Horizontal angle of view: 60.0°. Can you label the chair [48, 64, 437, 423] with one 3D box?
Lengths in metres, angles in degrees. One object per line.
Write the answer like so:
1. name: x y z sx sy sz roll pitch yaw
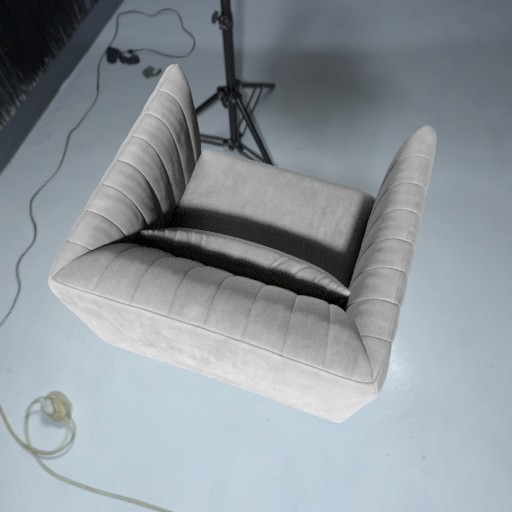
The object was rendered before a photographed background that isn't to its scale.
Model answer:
1. chair: 0.000 0.000 1.601 0.981 0.779 0.873 17 65 8
